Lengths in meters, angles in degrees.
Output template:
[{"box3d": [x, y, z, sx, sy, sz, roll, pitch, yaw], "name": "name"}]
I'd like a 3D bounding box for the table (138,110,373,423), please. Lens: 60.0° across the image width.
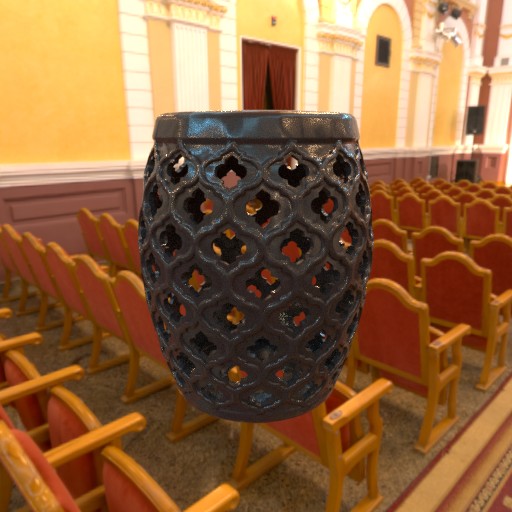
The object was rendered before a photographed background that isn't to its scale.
[{"box3d": [0.000, 0.000, 0.639, 0.325, 0.388, 0.325, 0, 15, 0], "name": "table"}]
